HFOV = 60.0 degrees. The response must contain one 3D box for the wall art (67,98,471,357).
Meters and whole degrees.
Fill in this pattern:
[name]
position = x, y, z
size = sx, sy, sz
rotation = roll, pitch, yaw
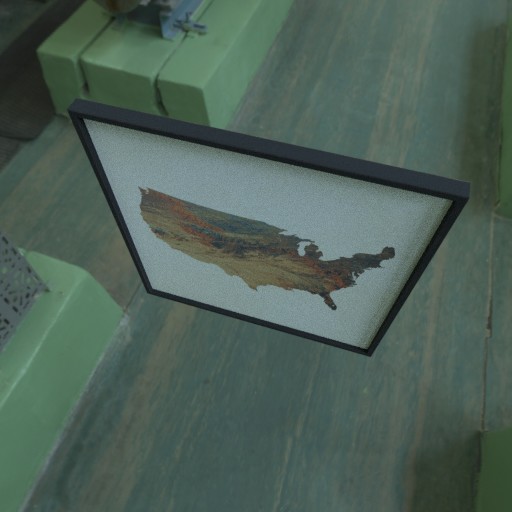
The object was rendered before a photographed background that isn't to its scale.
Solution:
[wall art]
position = 0.000, 0.000, 1.134
size = 0.762, 0.762, 0.038
rotation = 15, 58, 9
